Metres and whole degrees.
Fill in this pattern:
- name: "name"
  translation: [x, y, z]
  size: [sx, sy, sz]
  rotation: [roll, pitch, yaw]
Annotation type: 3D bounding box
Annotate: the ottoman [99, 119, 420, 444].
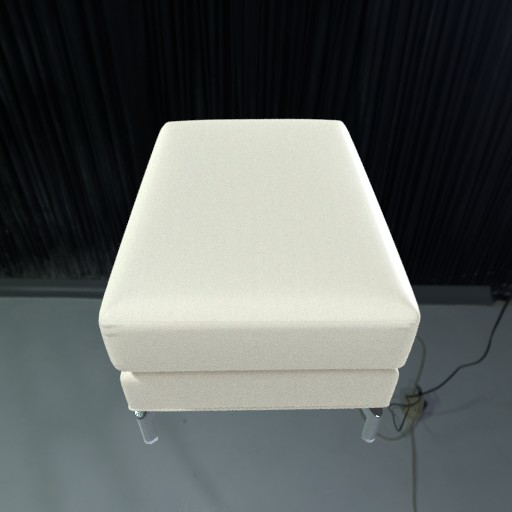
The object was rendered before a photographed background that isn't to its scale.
- name: "ottoman"
  translation: [0.000, 0.000, 1.209]
  size: [0.581, 0.497, 0.835]
  rotation: [-1, 41, -1]
